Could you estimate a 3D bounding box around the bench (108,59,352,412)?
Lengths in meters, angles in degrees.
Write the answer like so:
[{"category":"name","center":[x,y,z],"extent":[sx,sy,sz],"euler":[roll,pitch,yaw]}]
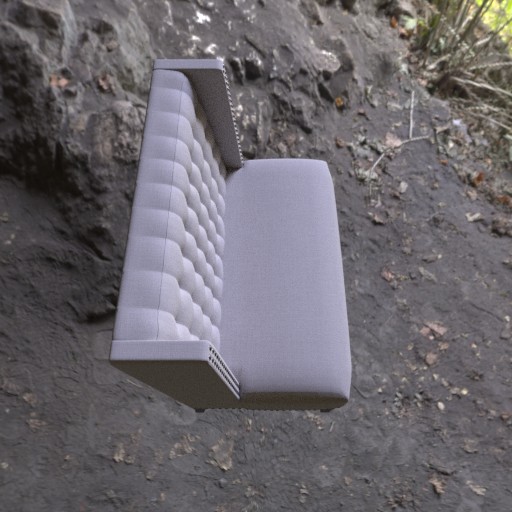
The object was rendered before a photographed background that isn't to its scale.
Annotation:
[{"category":"bench","center":[0.000,0.000,2.035],"extent":[0.847,1.123,1.280],"euler":[0,63,0]}]
